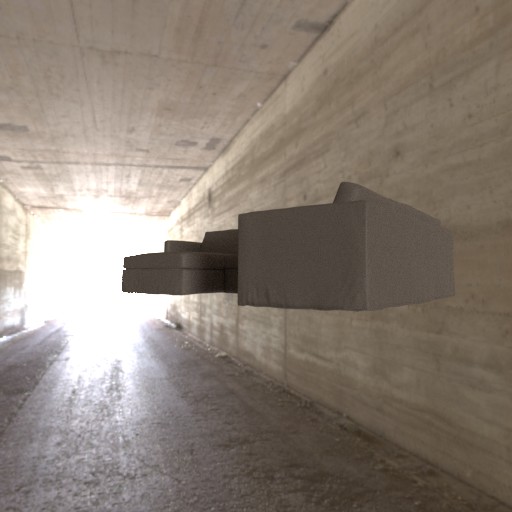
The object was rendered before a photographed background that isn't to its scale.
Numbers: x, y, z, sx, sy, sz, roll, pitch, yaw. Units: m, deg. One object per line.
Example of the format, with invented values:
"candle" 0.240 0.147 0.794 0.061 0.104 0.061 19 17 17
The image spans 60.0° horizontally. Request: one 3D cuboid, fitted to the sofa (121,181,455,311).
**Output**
"sofa" 0.000 0.000 4.729 3.528 0.878 2.476 -2 -3 36
